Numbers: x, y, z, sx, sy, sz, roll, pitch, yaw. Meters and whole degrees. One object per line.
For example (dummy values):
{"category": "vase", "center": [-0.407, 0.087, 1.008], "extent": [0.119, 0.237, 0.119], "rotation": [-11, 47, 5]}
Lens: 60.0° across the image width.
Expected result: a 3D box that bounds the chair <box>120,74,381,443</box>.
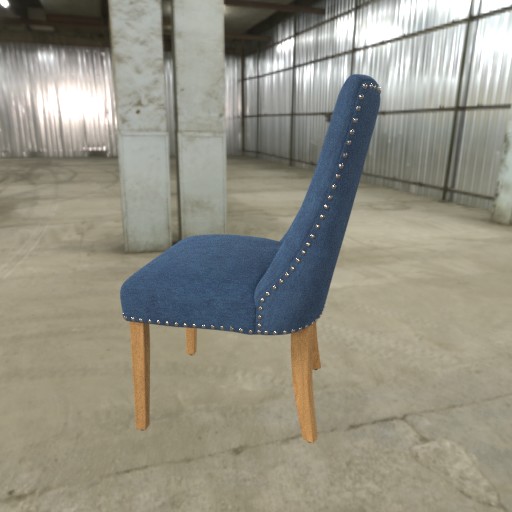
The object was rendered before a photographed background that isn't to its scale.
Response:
{"category": "chair", "center": [0.000, 0.000, 1.245], "extent": [0.610, 0.902, 0.495], "rotation": [3, 16, 10]}
